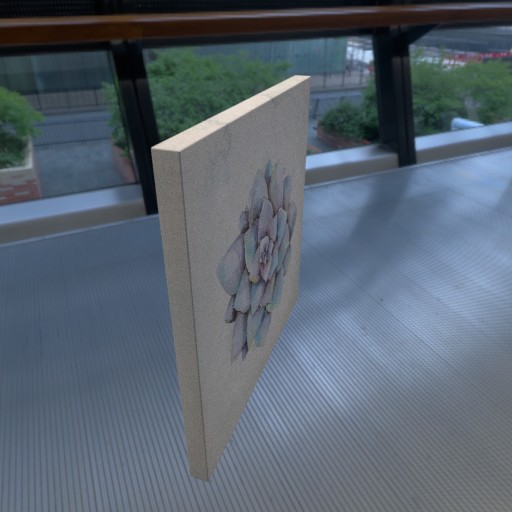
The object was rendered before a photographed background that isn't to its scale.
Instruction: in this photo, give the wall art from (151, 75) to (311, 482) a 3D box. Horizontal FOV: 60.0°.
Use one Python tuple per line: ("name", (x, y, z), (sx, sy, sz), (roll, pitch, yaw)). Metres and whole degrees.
("wall art", (0.000, 0.000, 0.906), (0.040, 0.612, 0.612), (10, 31, 17))
